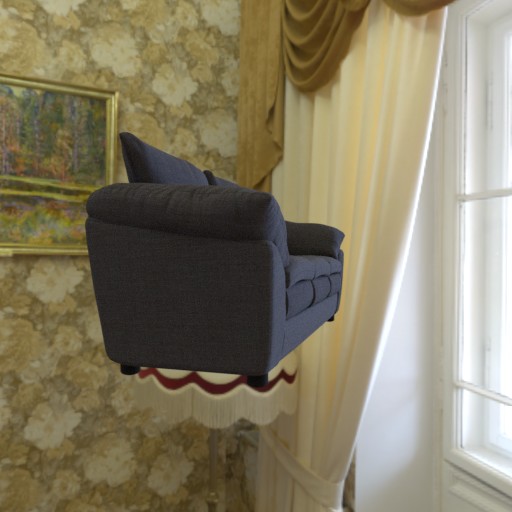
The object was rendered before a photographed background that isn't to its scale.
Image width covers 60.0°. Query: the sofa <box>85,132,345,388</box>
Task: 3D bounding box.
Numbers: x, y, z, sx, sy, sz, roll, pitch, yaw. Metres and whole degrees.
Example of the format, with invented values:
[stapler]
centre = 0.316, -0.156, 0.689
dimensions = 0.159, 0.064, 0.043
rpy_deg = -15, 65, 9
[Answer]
[sofa]
centre = 0.000, 0.000, 2.851
dimensions = 0.883, 1.080, 2.336
rpy_deg = 0, 0, 18
